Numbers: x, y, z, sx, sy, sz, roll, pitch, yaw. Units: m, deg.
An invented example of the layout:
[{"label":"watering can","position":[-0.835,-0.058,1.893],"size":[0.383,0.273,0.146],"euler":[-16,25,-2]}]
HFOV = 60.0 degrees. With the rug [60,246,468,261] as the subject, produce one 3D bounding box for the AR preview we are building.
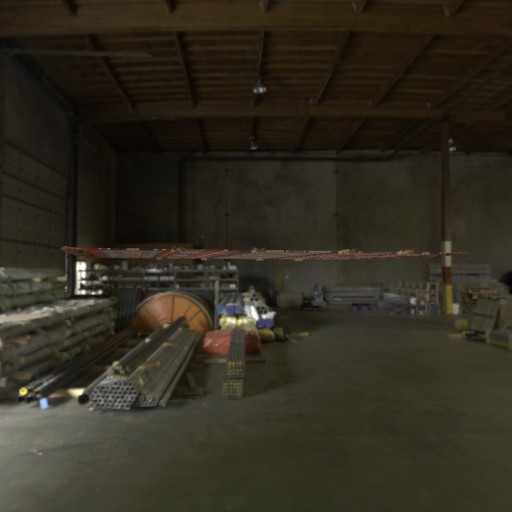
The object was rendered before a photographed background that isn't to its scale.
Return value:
[{"label":"rug","position":[0.000,0.000,3.213],"size":[2.450,0.048,1.778],"euler":[1,-2,-16]}]
